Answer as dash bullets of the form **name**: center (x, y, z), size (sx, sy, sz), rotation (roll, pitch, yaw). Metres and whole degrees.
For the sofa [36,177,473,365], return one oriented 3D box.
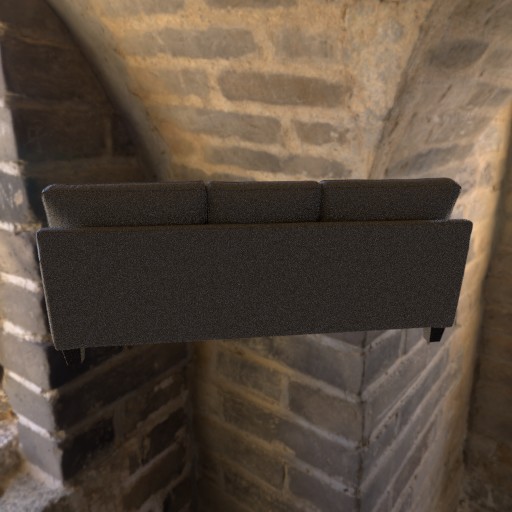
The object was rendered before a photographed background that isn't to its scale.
- **sofa**: center (0.000, 0.000, 2.826), size (2.323, 0.997, 1.016), rotation (-2, 13, -8)
